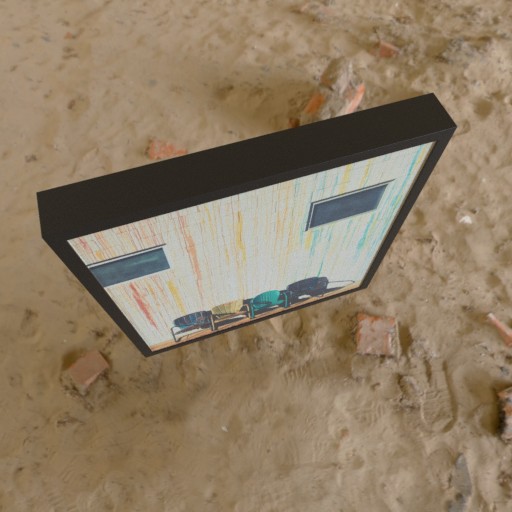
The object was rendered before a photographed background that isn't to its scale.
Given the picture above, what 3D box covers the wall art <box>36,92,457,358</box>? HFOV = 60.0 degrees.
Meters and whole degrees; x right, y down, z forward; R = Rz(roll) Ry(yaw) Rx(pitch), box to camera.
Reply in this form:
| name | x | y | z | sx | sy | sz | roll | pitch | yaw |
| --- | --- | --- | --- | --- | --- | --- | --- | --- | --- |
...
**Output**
| name | x | y | z | sx | sy | sz | roll | pitch | yaw |
| --- | --- | --- | --- | --- | --- | --- | --- | --- | --- |
| wall art | 0.000 | 0.000 | 0.450 | 0.304 | 0.304 | 0.038 | -16 | 64 | -8 |
